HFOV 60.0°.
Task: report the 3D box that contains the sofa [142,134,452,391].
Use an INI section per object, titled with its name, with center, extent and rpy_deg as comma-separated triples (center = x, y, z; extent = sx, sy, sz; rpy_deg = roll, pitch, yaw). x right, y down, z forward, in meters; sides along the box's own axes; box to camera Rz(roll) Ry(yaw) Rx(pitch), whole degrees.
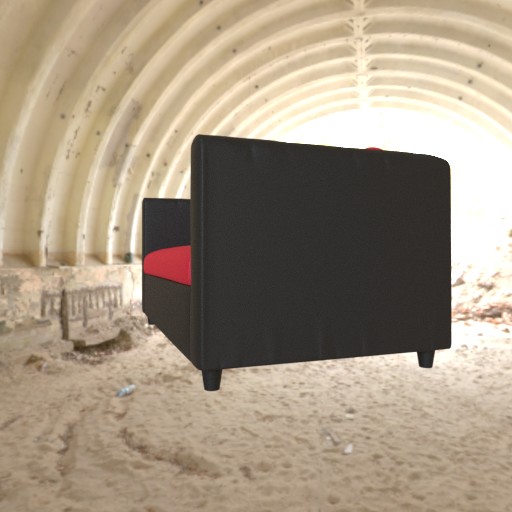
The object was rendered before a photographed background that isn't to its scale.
[sofa]
center = 0.000, 0.000, 1.935
extent = 0.845, 0.735, 1.410
rpy_deg = 0, 0, -20
